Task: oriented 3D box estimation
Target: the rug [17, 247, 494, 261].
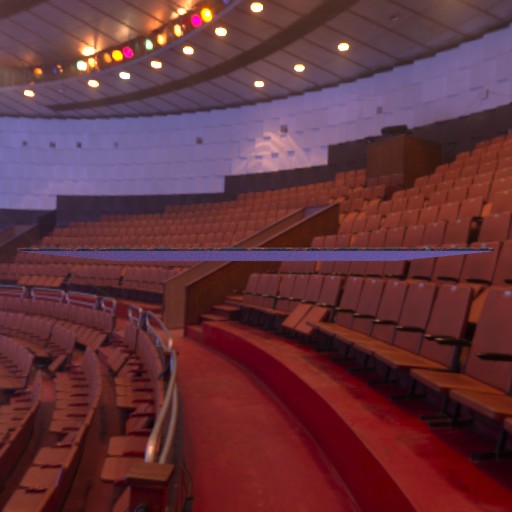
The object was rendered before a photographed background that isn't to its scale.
[{"bbox_3d":[0.000,0.000,2.306,1.836,0.014,1.216,0,-2,0],"label":"rug"}]
